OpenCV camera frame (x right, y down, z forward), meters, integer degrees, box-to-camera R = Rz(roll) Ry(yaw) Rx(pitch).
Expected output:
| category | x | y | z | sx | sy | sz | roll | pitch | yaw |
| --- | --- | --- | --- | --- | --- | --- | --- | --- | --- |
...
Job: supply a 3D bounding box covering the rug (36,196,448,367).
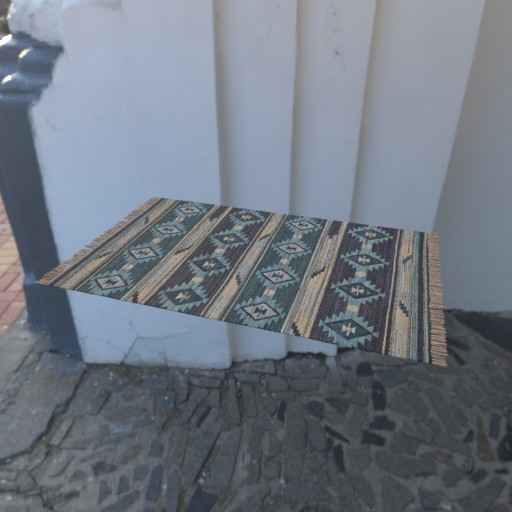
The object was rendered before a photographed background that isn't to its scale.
| category | x | y | z | sx | sy | sz | roll | pitch | yaw |
| --- | --- | --- | --- | --- | --- | --- | --- | --- | --- |
| rug | 0.000 | 0.000 | 2.433 | 1.936 | 0.028 | 1.181 | 9 | 31 | 16 |
